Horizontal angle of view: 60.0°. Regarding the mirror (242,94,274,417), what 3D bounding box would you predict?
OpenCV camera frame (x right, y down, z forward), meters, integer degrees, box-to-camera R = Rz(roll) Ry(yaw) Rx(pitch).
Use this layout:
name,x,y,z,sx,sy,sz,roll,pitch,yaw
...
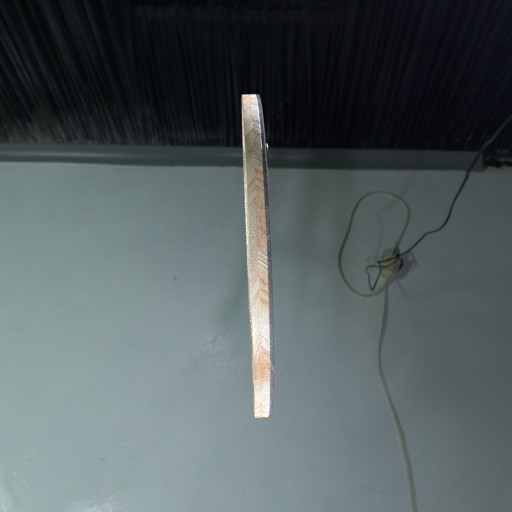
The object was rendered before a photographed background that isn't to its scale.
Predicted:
name,x,y,z,sx,sy,sz,roll,pitch,yaw
mirror,0.000,0.000,1.039,0.038,0.710,0.710,-2,57,-1
